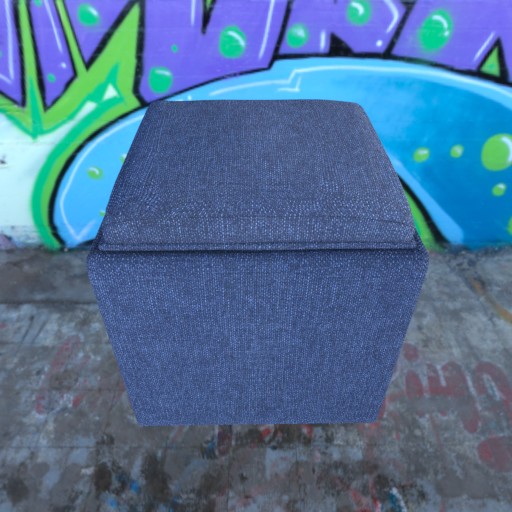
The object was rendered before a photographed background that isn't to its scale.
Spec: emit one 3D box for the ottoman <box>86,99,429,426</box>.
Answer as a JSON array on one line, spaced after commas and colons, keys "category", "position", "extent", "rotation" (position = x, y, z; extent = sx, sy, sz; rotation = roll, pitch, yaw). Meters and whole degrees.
[{"category": "ottoman", "position": [0.000, 0.000, 0.846], "extent": [0.454, 0.493, 0.436], "rotation": [-1, 40, -1]}]
